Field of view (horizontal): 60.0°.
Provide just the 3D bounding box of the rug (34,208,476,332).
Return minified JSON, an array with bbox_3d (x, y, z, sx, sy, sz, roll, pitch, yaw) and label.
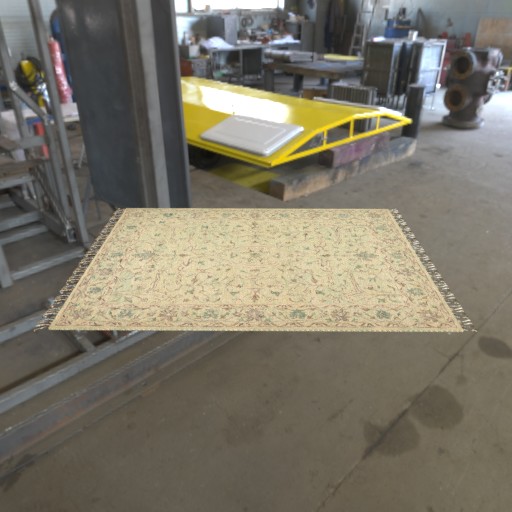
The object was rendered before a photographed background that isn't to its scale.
[{"bbox_3d":[0.000,0.000,2.325,1.802,0.008,1.247,0,30,0],"label":"rug"}]
